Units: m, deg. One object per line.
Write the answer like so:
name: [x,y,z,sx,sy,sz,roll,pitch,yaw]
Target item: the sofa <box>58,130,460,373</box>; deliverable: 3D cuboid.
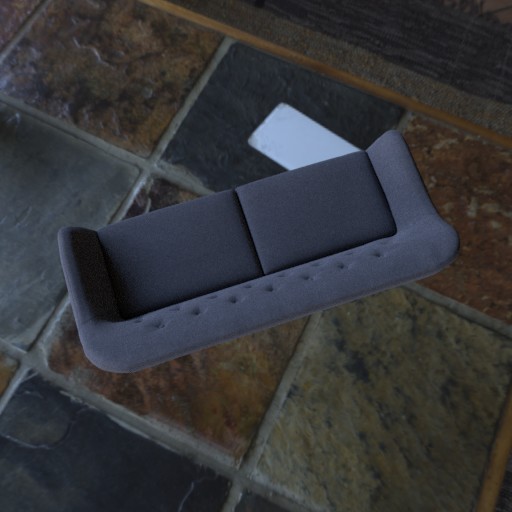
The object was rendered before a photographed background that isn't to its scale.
sofa: [0.000,0.000,2.303,1.840,0.820,0.820,-17,75,-5]
